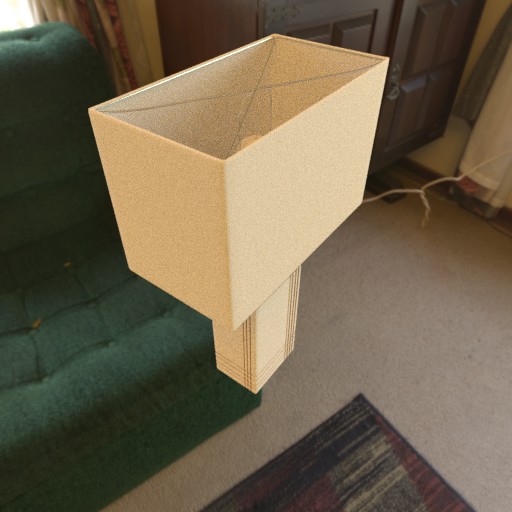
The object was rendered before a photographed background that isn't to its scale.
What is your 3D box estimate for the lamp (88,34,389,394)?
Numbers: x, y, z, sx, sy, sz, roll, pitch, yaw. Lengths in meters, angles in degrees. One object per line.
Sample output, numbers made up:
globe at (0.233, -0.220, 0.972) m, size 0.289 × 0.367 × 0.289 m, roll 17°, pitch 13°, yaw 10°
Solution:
lamp at (0.000, 0.000, 0.691) m, size 0.182 × 0.543 × 0.334 m, roll 26°, pitch 48°, yaw 27°
